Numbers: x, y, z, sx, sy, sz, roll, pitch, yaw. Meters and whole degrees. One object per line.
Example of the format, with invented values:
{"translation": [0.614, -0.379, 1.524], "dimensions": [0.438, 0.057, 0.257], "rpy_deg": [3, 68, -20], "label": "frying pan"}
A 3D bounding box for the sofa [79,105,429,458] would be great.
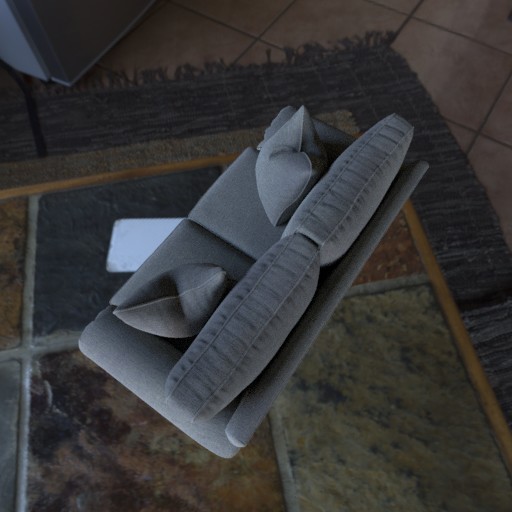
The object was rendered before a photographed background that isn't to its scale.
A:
{"translation": [0.000, 0.000, 2.223], "dimensions": [0.966, 0.966, 1.701], "rpy_deg": [32, 68, 15], "label": "sofa"}
